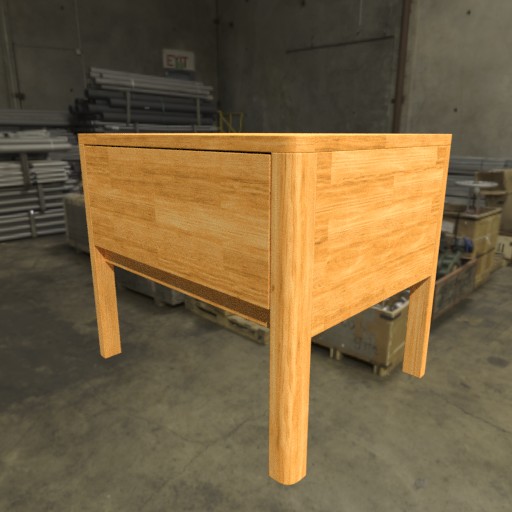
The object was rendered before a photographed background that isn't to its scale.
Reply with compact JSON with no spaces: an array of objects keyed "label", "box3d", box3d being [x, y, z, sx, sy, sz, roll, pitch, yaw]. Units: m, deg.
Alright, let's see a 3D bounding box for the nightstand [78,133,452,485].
[{"label":"nightstand","box3d":[0.000,0.000,0.885,0.560,0.470,0.440,15,22,43]}]
